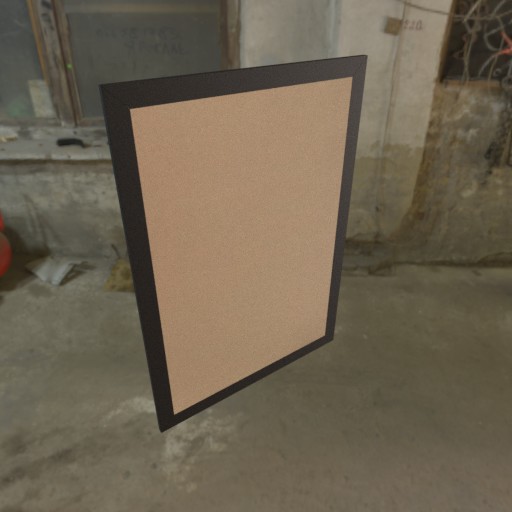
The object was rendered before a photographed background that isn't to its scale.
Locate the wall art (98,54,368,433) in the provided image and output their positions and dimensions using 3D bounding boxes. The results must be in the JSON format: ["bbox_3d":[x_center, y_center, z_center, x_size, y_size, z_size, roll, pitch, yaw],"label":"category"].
[{"bbox_3d":[0.000,0.000,0.670,0.379,0.530,0.008,-20,37,-29],"label":"wall art"}]
